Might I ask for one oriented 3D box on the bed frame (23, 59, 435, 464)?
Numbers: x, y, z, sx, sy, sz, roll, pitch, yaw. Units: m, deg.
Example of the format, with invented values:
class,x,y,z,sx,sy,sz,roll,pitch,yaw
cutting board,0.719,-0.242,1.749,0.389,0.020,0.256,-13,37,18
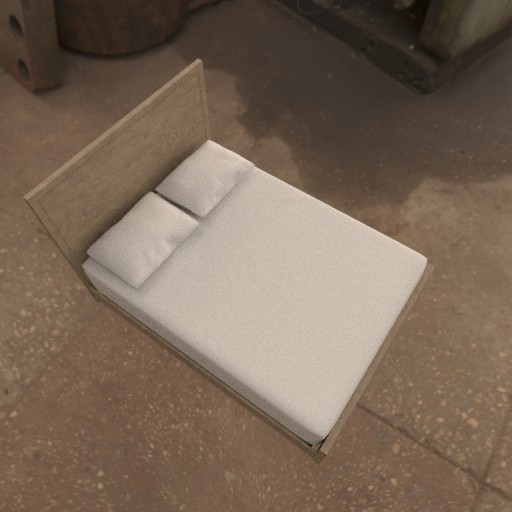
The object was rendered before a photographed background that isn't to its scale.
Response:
class,x,y,z,sx,sy,sz,roll,pitch,yaw
bed frame,0.000,0.000,3.171,2.189,1.369,1.606,31,63,18
